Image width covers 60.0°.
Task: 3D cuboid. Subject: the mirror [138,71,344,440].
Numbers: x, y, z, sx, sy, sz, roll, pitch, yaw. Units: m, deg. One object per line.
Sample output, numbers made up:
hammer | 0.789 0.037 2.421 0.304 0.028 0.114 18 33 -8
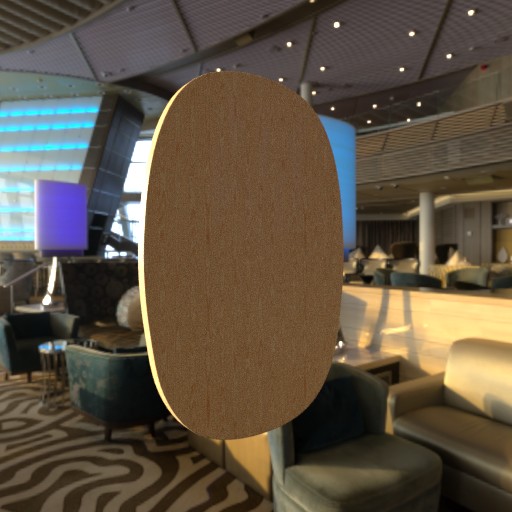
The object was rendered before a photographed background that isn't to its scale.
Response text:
mirror | 0.000 0.000 1.342 0.724 1.075 0.037 0 1 -36
